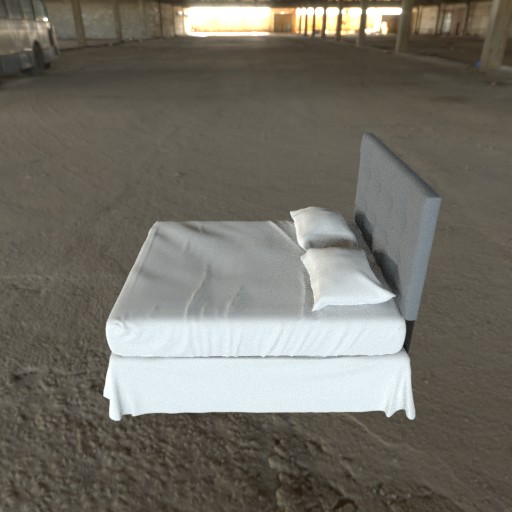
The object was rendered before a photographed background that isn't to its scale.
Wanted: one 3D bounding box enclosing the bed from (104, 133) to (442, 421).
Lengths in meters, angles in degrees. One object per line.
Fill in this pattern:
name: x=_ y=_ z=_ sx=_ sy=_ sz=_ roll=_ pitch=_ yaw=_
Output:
bed: x=0.000 y=0.000 z=3.507 sx=2.222 sy=1.577 sz=1.936 roll=0 pitch=28 yaw=0
